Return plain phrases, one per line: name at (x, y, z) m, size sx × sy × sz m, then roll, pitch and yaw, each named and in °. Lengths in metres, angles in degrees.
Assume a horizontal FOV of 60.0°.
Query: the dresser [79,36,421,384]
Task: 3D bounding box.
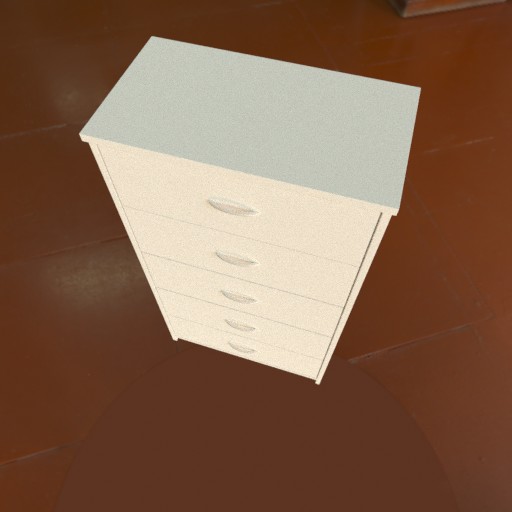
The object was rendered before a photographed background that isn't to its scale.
dresser at (0.000, 0.000, 1.550) m, size 0.704 × 1.255 × 0.399 m, roll 15°, pitch 59°, yaw 9°
